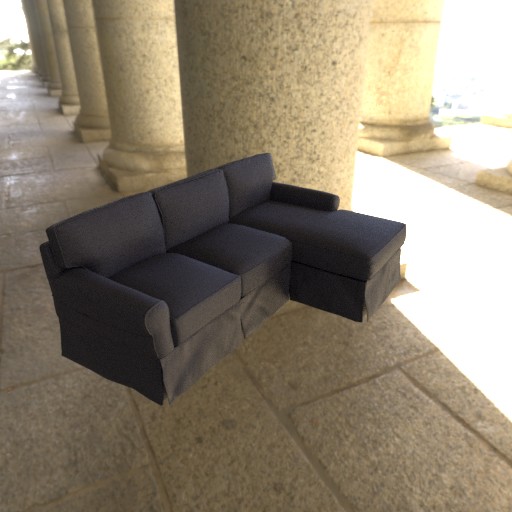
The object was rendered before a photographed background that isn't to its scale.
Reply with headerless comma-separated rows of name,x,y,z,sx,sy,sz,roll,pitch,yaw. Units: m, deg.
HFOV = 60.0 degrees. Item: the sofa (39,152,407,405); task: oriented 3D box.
sofa,0.000,0.000,3.417,1.637,1.039,2.518,17,31,31
